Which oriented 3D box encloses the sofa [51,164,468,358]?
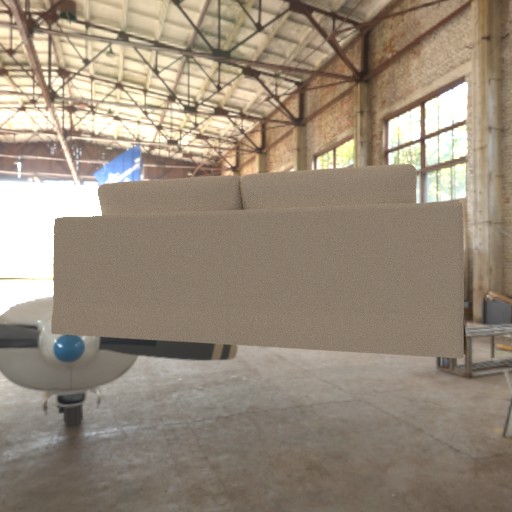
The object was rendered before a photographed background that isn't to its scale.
[{"bbox_3d":[0.000,0.000,2.630,2.163,0.881,0.954,0,-1,18],"label":"sofa"}]
